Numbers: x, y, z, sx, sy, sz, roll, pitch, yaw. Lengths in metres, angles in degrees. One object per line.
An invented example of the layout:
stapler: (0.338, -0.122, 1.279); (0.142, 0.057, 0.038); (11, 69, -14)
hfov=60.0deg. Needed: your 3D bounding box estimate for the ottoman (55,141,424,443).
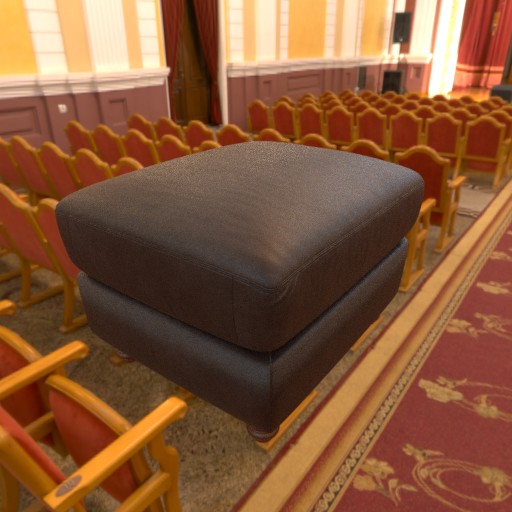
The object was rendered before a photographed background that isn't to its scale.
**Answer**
ottoman: (0.000, 0.000, 1.256); (0.670, 0.569, 0.806); (18, 31, 32)
